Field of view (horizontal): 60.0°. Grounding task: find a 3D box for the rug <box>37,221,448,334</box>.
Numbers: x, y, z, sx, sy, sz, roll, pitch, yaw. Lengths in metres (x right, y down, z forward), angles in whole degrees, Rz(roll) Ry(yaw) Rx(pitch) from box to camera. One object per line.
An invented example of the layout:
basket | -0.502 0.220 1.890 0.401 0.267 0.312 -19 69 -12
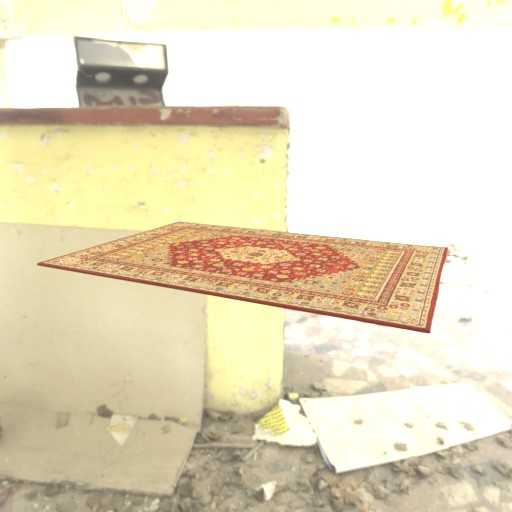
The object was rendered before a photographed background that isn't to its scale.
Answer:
rug | 0.000 0.000 2.309 1.802 0.013 1.194 7 17 24
